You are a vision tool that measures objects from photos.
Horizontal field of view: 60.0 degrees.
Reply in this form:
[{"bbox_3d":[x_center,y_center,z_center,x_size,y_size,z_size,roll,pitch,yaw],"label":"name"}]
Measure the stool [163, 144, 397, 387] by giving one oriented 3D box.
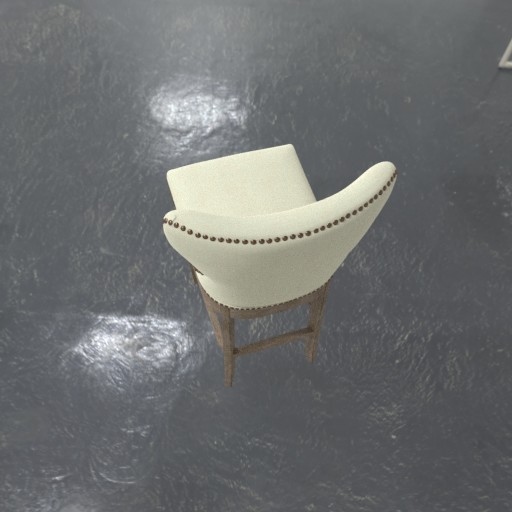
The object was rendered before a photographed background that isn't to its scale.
[{"bbox_3d":[0.000,0.000,1.438,0.494,1.123,0.606,-14,59,-9],"label":"stool"}]
